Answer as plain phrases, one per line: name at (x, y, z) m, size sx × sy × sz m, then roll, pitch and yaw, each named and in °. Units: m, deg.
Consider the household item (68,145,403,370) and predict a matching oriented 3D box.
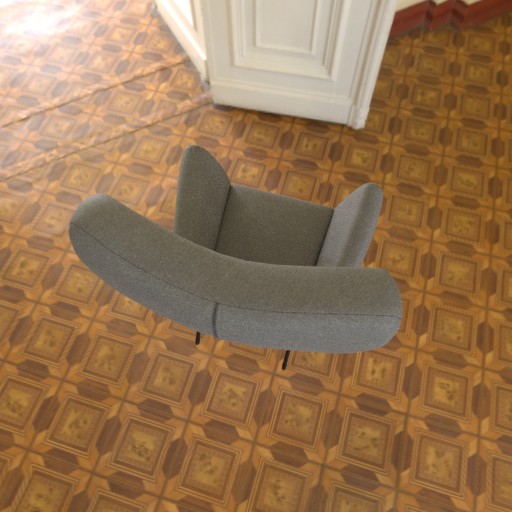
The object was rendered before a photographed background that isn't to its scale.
household item at (0.000, 0.000, 1.774) m, size 0.980 × 1.050 × 0.900 m, roll 15°, pitch 63°, yaw 7°
